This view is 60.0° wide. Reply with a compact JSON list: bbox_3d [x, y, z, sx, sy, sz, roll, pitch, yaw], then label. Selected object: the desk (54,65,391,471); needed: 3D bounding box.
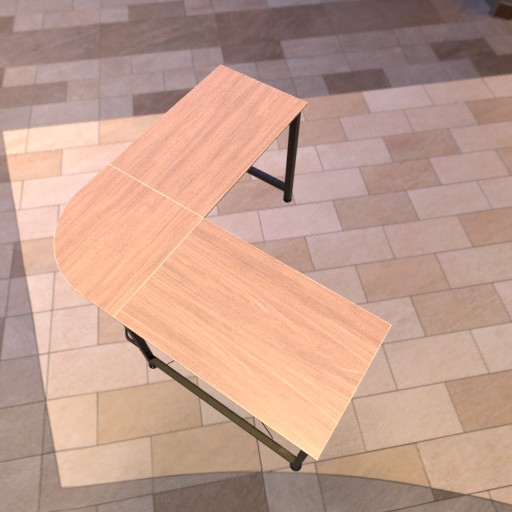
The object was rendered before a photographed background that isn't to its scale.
[{"bbox_3d":[0.000,0.000,2.204,1.400,0.762,1.400,30,63,17],"label":"desk"}]
